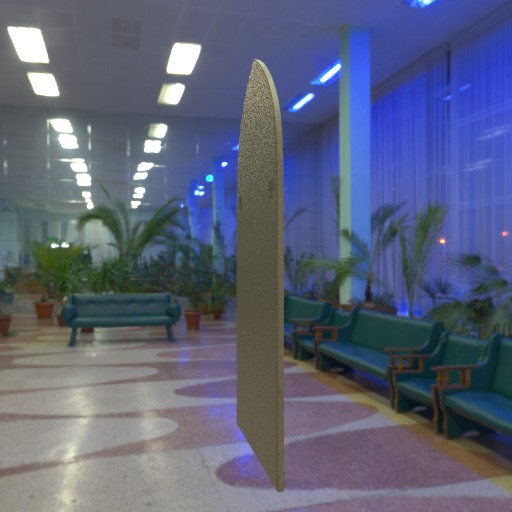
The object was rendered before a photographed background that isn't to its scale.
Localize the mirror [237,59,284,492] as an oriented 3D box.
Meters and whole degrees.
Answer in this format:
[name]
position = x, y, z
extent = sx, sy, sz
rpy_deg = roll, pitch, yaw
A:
[mirror]
position = 0.000, 0.000, 1.326
extent = 0.025, 1.175, 0.464
rpy_deg = 0, 0, -15
